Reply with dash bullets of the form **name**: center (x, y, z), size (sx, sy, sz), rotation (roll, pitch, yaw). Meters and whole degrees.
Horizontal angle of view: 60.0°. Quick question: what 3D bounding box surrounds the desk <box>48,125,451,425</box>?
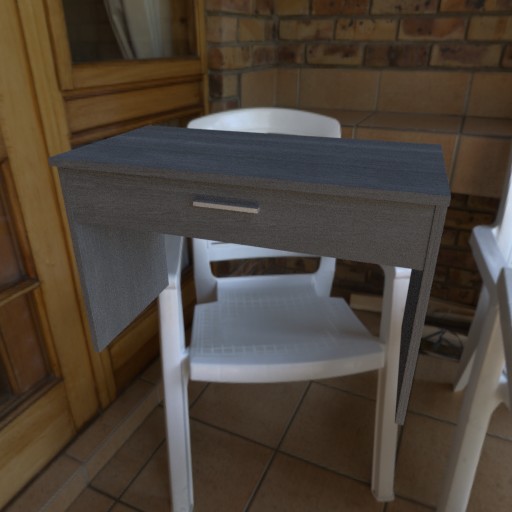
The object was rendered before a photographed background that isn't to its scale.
- **desk**: center (0.000, 0.000, 1.538), size (1.099, 0.729, 0.557), rotation (8, 28, 17)
